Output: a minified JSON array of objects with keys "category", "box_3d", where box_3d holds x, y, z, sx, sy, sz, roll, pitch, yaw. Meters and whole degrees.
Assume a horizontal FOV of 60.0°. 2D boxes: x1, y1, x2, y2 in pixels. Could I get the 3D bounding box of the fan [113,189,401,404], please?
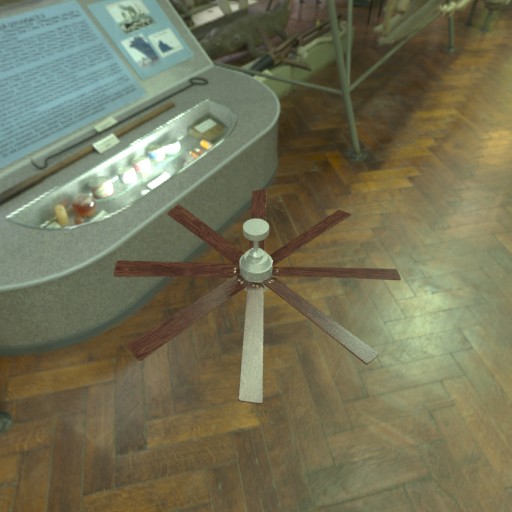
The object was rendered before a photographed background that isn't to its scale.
[{"category":"fan","box_3d":[0.000,0.000,2.765,1.830,0.472,1.830,1,43,1]}]
